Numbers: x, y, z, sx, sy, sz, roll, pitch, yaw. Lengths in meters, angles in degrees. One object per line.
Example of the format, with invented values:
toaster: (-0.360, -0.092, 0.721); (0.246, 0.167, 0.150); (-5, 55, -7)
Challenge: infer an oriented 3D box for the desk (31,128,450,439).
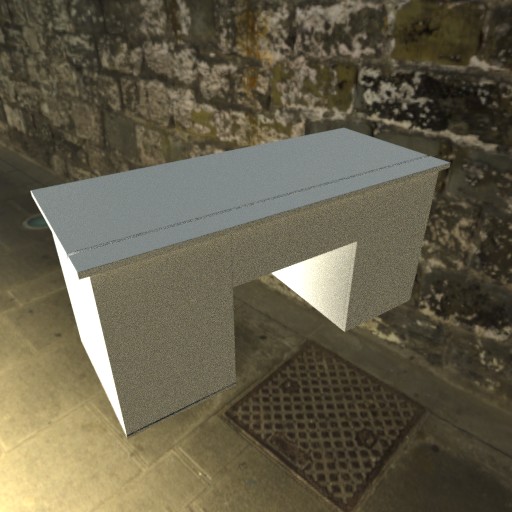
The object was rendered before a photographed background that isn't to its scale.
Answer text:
desk: (0.000, 0.000, 1.988); (1.580, 0.760, 0.670); (-19, 36, -28)
